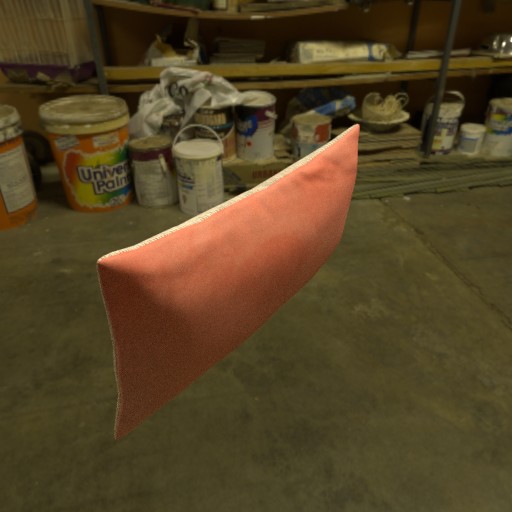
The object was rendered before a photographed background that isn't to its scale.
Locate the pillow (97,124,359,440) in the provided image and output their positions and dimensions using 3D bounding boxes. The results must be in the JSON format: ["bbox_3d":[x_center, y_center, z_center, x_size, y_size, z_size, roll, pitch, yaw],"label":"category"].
[{"bbox_3d":[0.000,0.000,0.729,0.155,0.307,0.608,20,37,30],"label":"pillow"}]
